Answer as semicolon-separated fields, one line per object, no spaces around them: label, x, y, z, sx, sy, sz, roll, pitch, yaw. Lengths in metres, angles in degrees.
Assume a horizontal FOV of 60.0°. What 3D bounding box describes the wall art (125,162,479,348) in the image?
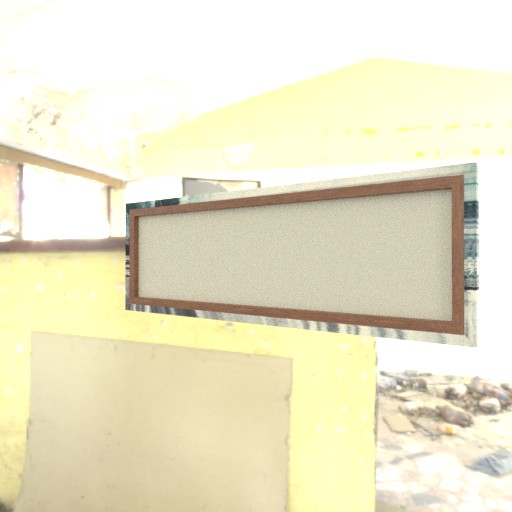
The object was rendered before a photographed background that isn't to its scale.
wall art;0.000;0.000;1.676;1.524;0.509;0.037;0;-1;37
